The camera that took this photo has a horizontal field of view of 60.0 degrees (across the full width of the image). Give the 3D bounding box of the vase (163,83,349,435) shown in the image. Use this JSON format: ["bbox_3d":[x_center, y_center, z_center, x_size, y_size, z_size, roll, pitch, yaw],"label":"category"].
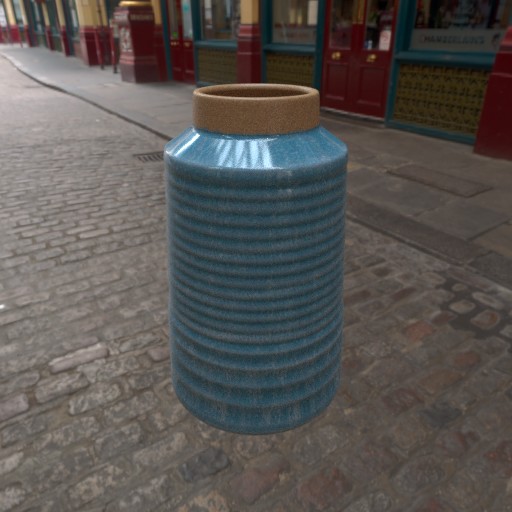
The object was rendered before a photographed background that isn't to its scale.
[{"bbox_3d":[0.000,0.000,0.378,0.163,0.267,0.163,0,27,0],"label":"vase"}]
